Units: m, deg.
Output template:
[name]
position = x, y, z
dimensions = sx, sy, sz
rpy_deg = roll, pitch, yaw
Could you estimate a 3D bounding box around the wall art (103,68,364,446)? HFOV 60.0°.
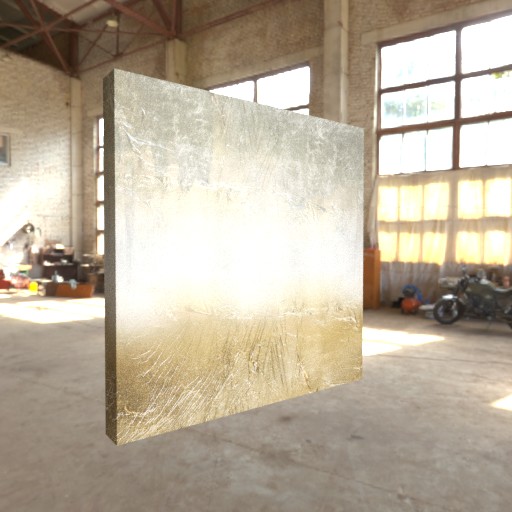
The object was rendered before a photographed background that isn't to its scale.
[wall art]
position = 0.000, 0.000, 0.613
dimensions = 0.405, 0.407, 0.038
rpy_deg = -1, 2, -37
